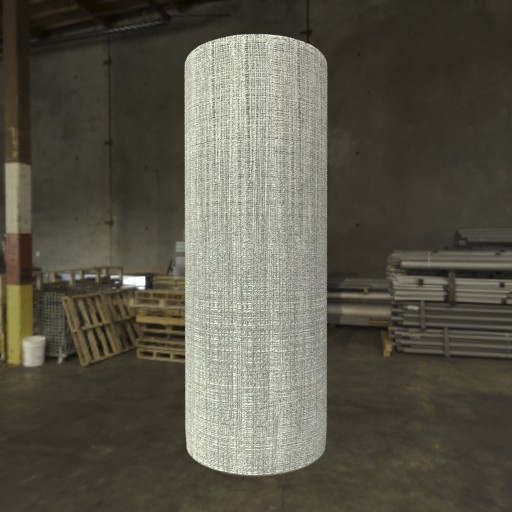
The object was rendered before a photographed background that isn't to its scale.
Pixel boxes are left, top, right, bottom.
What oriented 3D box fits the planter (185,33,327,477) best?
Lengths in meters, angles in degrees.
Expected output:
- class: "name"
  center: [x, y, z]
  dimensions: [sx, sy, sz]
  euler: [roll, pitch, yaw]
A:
- class: "planter"
  center: [0.000, 0.000, 0.317]
  dimensions: [0.100, 0.270, 0.100]
  euler: [0, 1, 17]
